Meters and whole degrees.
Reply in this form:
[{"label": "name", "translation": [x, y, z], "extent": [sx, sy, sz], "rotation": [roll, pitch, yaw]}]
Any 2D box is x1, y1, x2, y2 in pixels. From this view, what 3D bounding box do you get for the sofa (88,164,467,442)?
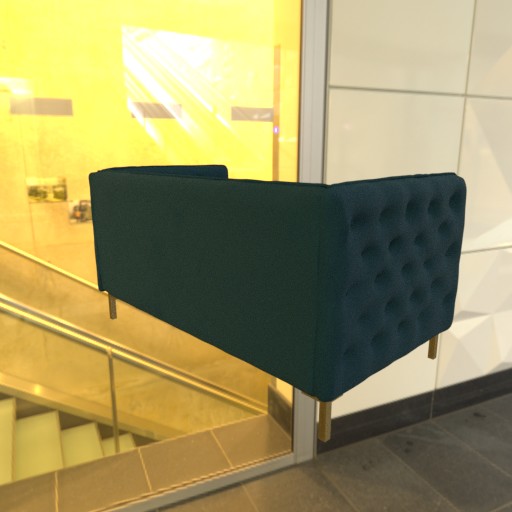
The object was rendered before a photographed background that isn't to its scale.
[{"label": "sofa", "translation": [0.000, 0.000, 2.093], "extent": [0.909, 0.810, 1.583], "rotation": [-13, 18, -42]}]
